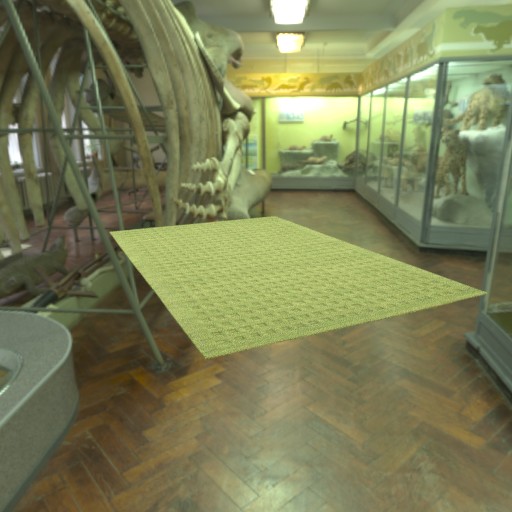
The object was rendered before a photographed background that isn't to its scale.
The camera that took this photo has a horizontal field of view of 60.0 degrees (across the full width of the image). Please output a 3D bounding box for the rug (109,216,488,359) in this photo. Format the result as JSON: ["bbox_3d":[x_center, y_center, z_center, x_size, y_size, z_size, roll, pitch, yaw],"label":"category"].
[{"bbox_3d":[0.000,0.000,2.925,1.529,0.007,2.297,-8,18,-25],"label":"rug"}]
